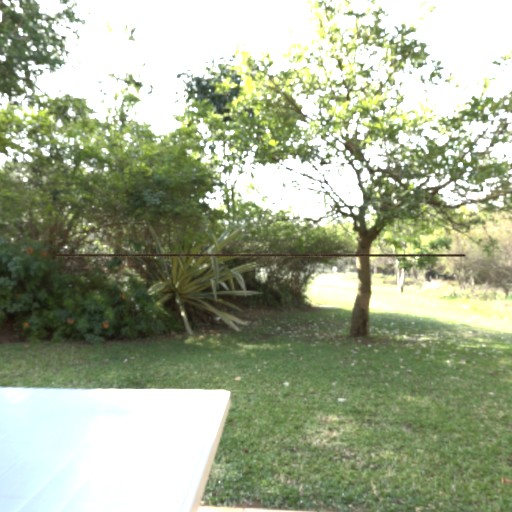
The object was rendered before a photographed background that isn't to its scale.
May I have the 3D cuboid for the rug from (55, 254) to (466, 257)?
[{"bbox_3d":[0.000,0.000,2.700,1.524,0.010,2.134,0,0,-1],"label":"rug"}]
